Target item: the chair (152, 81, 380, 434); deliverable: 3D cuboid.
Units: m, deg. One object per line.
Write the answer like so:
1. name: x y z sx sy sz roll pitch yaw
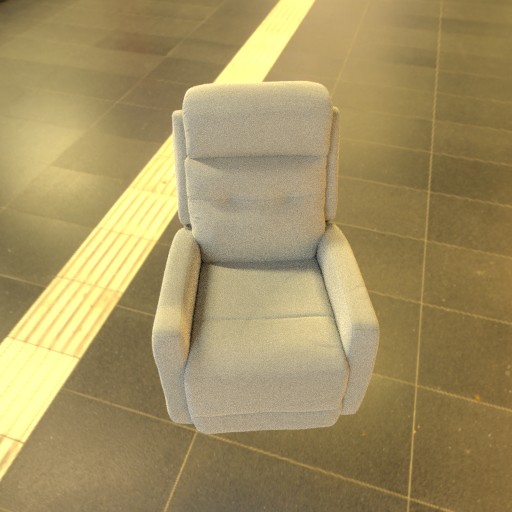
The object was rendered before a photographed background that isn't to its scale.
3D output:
1. chair: 0.000 0.000 1.744 0.798 1.013 1.043 -2 47 -2
